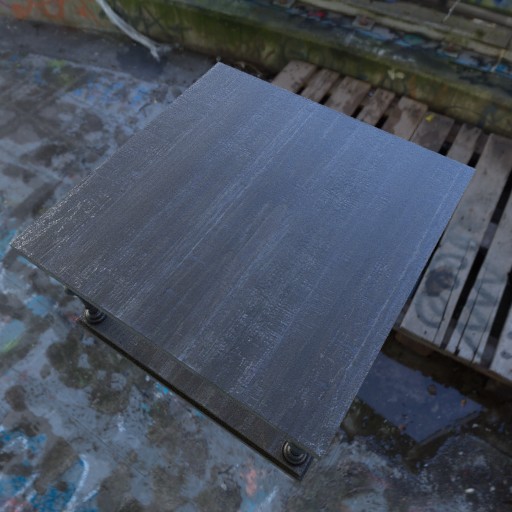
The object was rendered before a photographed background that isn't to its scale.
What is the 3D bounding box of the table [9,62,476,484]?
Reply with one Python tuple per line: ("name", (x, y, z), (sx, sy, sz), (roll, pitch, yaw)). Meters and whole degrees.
("table", (0.000, 0.000, 1.088), (0.696, 0.400, 0.696), (29, 62, 17))
